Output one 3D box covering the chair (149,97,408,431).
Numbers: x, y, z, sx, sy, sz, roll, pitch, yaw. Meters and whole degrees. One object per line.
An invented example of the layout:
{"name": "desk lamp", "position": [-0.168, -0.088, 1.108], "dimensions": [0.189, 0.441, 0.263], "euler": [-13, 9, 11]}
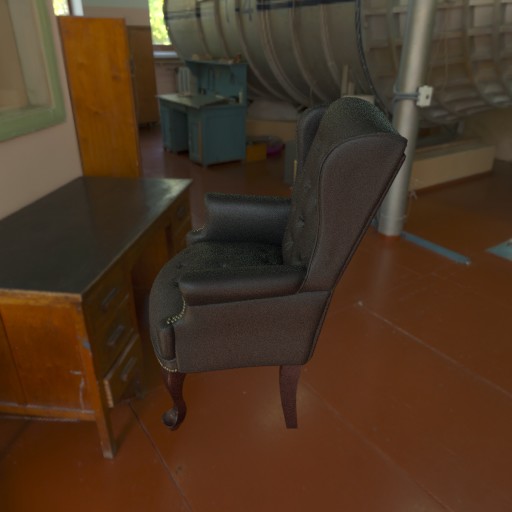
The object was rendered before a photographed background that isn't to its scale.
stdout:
{"name": "chair", "position": [0.000, 0.000, 1.680], "dimensions": [0.822, 1.133, 0.831], "euler": [0, 26, 0]}
